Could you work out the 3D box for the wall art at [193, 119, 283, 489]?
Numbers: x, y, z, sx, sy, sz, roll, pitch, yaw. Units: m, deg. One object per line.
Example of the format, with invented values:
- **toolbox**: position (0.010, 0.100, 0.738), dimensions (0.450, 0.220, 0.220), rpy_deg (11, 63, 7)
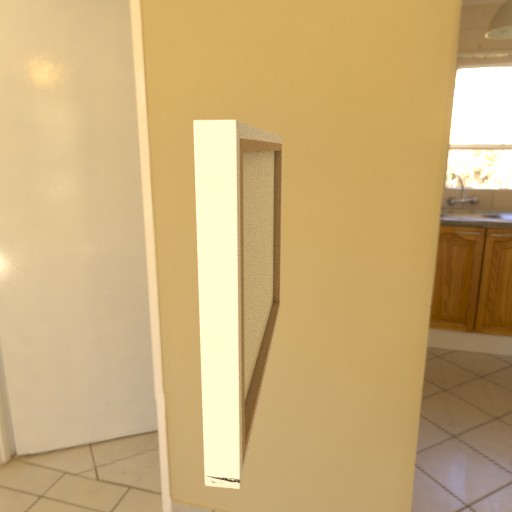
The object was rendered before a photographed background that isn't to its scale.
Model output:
- **wall art**: position (0.000, 0.000, 0.765), dimensions (0.042, 0.414, 0.608), rpy_deg (2, 14, 7)
